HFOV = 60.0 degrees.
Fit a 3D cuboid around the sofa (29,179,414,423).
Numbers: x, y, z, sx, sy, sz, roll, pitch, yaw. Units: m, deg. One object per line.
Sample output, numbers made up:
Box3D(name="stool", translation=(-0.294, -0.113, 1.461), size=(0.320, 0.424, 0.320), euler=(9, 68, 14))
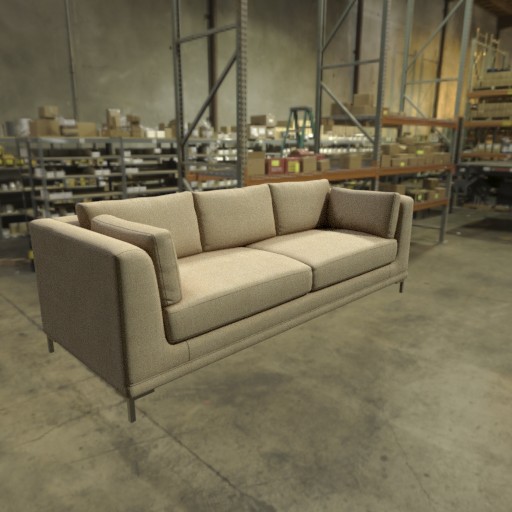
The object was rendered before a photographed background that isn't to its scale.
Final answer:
Box3D(name="sofa", translation=(0.000, 0.000, 2.898), size=(2.415, 0.867, 0.969), euler=(-14, 20, -43))
